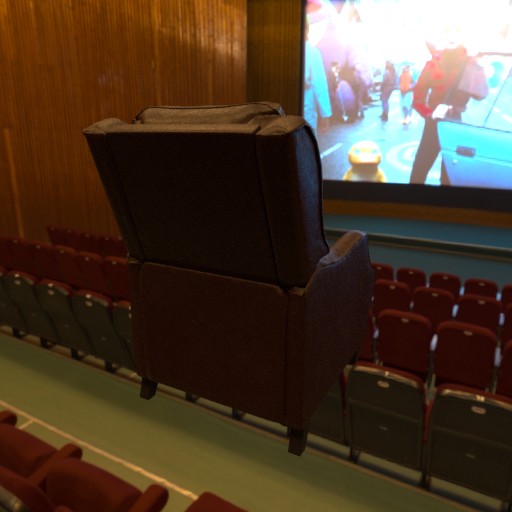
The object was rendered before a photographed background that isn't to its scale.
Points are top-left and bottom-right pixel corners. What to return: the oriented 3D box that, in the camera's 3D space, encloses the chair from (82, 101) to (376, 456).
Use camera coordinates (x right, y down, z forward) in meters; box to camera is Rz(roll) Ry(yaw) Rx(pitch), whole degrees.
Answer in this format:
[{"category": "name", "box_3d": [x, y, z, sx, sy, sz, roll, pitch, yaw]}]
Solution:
[{"category": "chair", "box_3d": [0.000, 0.000, 1.779, 0.770, 1.132, 0.982, 9, 18, 28]}]
